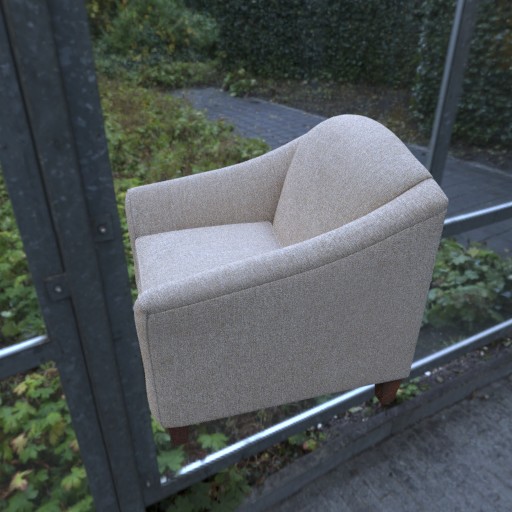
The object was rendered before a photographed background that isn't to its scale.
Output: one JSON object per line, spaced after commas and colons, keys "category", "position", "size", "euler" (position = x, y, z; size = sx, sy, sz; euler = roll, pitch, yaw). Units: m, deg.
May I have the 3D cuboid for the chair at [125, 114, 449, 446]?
{"category": "chair", "position": [0.000, 0.000, 1.445], "size": [0.787, 0.839, 0.763], "euler": [-8, 30, -14]}
